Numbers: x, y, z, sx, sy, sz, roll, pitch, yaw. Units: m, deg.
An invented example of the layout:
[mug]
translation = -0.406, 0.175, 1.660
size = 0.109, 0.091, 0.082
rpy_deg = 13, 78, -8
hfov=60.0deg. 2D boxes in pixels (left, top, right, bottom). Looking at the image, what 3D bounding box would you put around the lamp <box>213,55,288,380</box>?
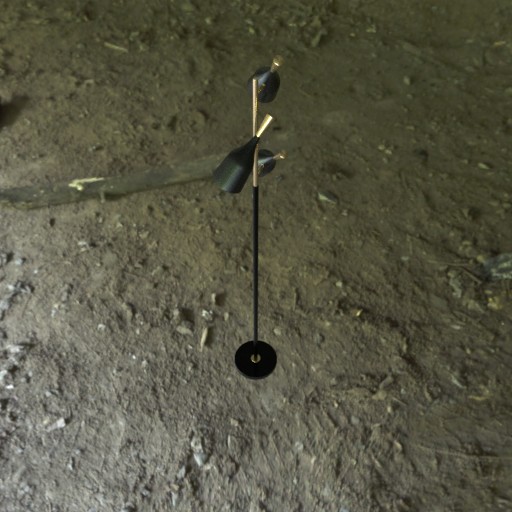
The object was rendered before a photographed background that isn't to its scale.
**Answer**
[lamp]
translation = 0.000, 0.000, 1.993
size = 0.253, 1.778, 0.434
rpy_deg = 17, 48, 15
